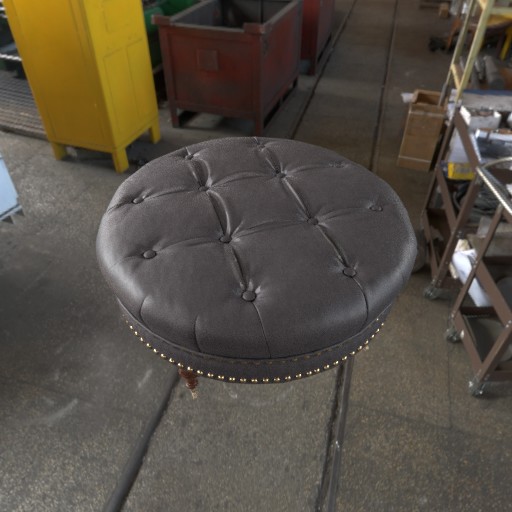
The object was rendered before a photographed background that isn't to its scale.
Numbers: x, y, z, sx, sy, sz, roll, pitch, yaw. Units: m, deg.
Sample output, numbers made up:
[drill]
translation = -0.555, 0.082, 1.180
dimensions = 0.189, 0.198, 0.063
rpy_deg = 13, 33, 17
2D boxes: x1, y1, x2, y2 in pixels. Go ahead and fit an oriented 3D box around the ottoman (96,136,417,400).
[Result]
[ottoman]
translation = 0.000, 0.000, 1.365
dimensions = 0.901, 0.439, 0.901
rpy_deg = 0, 41, 0
